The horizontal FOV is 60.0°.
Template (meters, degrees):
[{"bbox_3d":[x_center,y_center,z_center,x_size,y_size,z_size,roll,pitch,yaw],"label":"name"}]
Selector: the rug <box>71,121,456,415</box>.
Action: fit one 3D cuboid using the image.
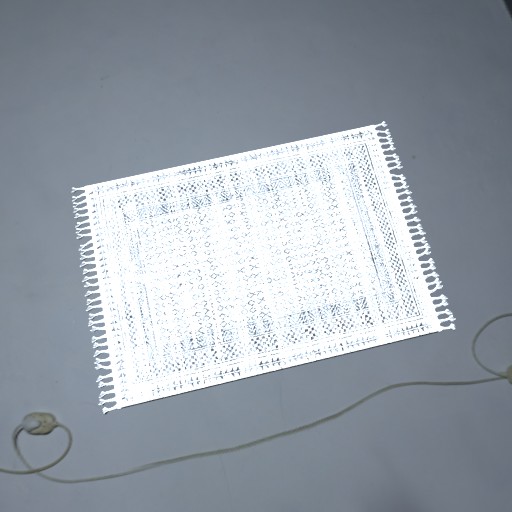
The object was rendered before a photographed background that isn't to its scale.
[{"bbox_3d":[0.000,0.000,2.391,1.872,0.013,1.243,-13,76,-3],"label":"rug"}]
